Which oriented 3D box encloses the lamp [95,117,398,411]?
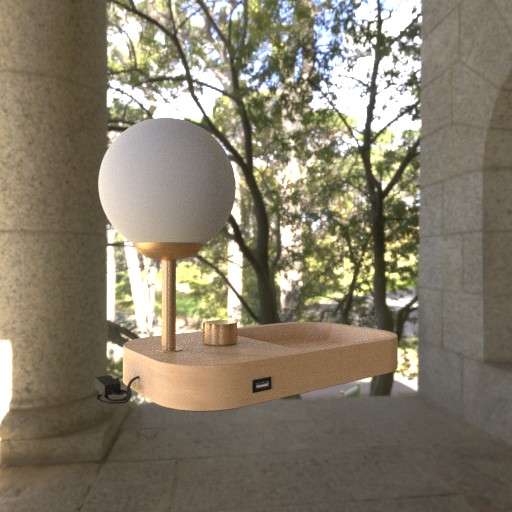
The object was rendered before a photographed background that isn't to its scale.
[{"bbox_3d":[0.000,0.000,0.476,0.331,0.253,0.173,1,-1,-36],"label":"lamp"}]
